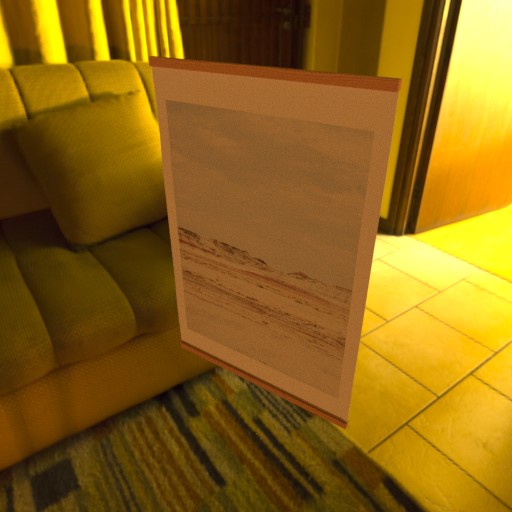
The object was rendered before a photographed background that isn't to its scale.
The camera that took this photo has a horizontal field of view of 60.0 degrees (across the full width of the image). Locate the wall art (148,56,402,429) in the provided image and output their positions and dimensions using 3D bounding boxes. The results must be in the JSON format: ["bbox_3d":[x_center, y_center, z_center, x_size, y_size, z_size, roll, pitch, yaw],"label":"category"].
[{"bbox_3d":[0.000,0.000,1.915,1.011,1.521,0.025,19,35,28],"label":"wall art"}]
